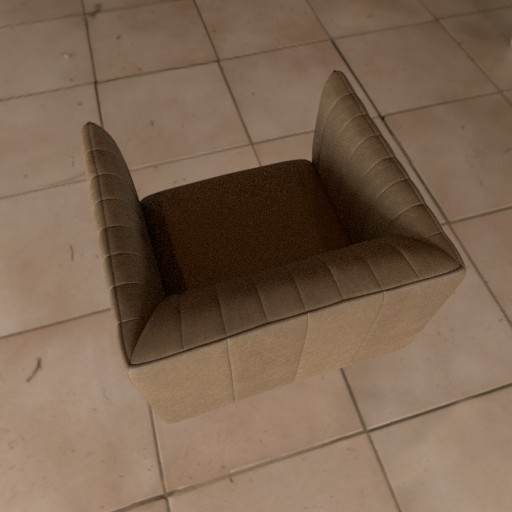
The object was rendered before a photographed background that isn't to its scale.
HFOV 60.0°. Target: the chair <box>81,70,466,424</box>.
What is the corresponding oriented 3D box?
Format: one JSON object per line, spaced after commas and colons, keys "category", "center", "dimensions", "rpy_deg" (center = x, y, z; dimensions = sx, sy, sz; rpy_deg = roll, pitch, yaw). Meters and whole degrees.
{"category": "chair", "center": [0.000, 0.000, 1.603], "dimensions": [0.981, 0.779, 0.876], "rpy_deg": [-15, 60, -9]}
